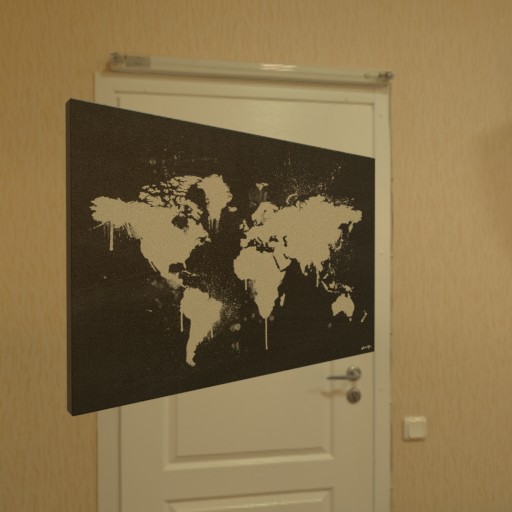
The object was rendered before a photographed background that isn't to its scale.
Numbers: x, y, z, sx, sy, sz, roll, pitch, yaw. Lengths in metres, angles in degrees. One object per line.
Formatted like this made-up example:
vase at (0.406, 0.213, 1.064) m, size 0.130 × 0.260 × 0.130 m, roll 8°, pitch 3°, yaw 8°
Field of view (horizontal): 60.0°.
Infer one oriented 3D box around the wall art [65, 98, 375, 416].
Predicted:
wall art at (0.000, 0.000, 1.134) m, size 0.912 × 0.612 × 0.038 m, roll -1°, pitch 1°, yaw -37°
